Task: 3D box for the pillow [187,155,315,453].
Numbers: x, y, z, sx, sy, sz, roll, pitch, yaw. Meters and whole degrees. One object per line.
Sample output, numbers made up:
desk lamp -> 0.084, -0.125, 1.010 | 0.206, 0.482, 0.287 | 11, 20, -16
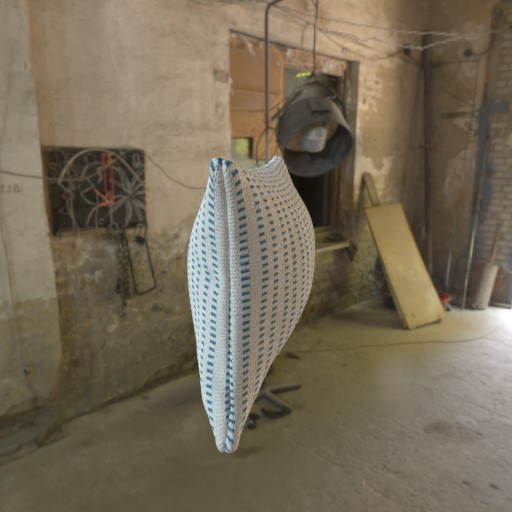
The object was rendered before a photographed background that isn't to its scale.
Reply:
pillow -> 0.000, 0.000, 0.801 | 0.210, 0.353, 0.640 | 2, 13, 8
